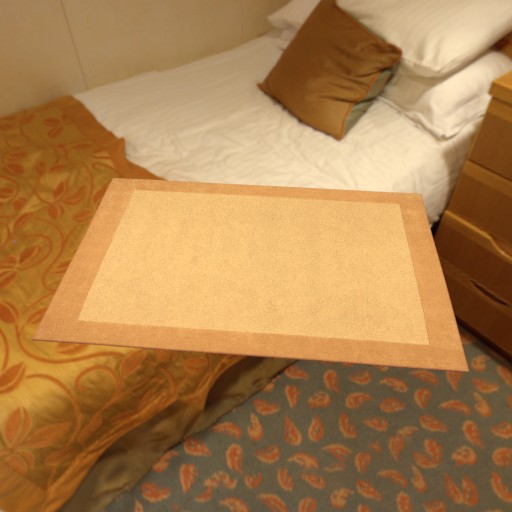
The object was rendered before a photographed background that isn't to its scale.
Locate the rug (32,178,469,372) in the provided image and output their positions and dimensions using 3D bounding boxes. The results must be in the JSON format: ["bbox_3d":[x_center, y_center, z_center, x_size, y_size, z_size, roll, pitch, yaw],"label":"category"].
[{"bbox_3d":[0.000,0.000,2.976,2.438,0.014,1.524,3,47,3],"label":"rug"}]
